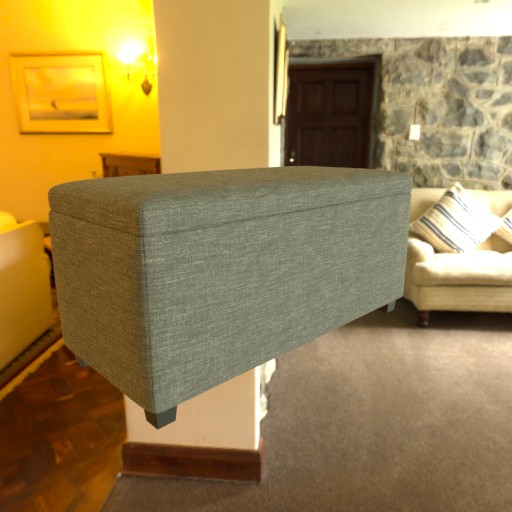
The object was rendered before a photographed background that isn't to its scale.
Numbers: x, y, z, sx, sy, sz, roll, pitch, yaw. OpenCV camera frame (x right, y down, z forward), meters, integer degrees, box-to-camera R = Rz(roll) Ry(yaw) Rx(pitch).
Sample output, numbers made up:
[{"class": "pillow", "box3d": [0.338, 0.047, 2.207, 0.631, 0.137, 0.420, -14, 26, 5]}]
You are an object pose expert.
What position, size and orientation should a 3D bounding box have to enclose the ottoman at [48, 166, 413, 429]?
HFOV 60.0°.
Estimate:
[{"class": "ottoman", "box3d": [0.000, 0.000, 1.155, 0.902, 0.432, 0.419, -14, 20, -42]}]
